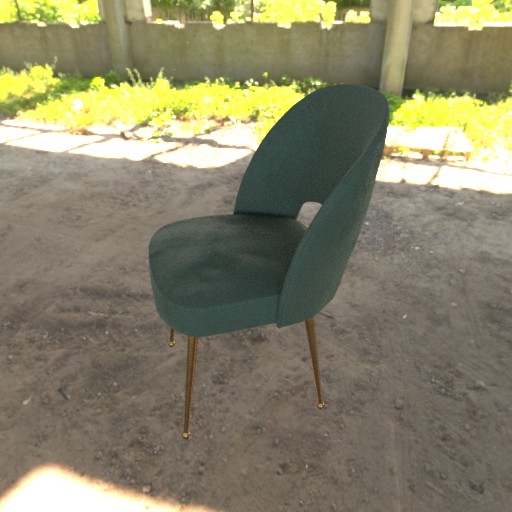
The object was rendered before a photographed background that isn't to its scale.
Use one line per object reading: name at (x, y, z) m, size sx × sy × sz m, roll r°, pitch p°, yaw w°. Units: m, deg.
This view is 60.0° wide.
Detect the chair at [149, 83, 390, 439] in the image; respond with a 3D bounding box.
chair at (0.000, 0.000, 1.224) m, size 0.577 × 0.860 × 0.527 m, roll -8°, pitch 30°, yaw -13°
